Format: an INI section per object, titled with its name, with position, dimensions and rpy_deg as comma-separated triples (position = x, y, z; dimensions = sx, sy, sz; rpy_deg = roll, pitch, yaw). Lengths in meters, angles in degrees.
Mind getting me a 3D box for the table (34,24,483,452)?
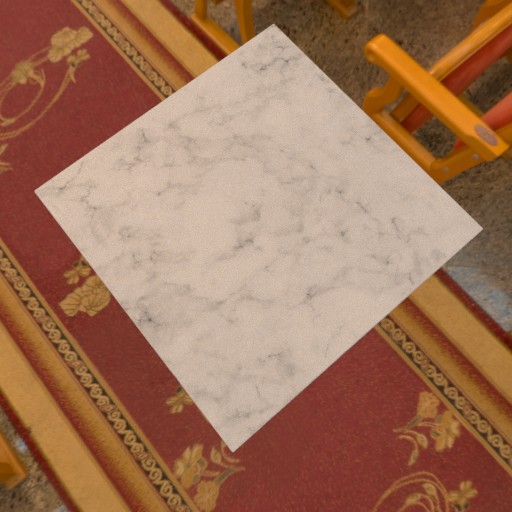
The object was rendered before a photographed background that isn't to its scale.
[table]
position = 0.000, 0.000, 0.865
dimensions = 0.450, 0.500, 0.450
rpy_deg = -39, 78, -10
